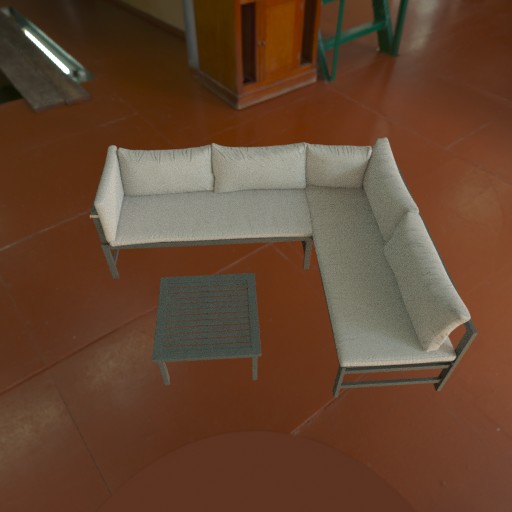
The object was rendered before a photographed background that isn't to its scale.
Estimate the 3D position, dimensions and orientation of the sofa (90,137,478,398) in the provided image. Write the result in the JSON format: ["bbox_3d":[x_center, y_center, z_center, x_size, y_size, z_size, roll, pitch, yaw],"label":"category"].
[{"bbox_3d":[0.000,0.000,2.894,2.096,0.758,1.658,-3,47,-2],"label":"sofa"}]
